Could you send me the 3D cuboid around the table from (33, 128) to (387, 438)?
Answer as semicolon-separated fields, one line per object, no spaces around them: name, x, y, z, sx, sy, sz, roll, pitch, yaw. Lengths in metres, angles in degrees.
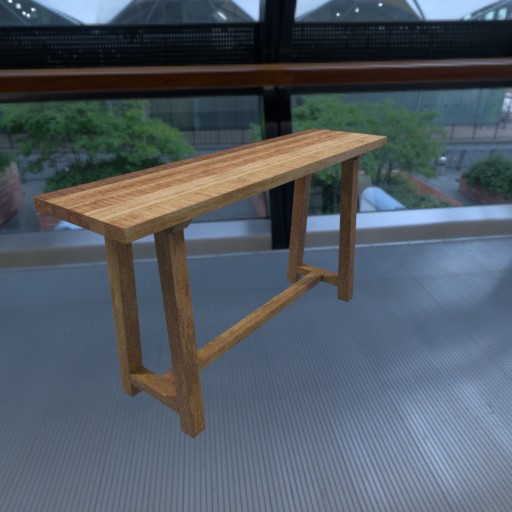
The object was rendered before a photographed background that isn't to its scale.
table;0.000;0.000;1.845;0.405;0.810;1.524;18;30;34
